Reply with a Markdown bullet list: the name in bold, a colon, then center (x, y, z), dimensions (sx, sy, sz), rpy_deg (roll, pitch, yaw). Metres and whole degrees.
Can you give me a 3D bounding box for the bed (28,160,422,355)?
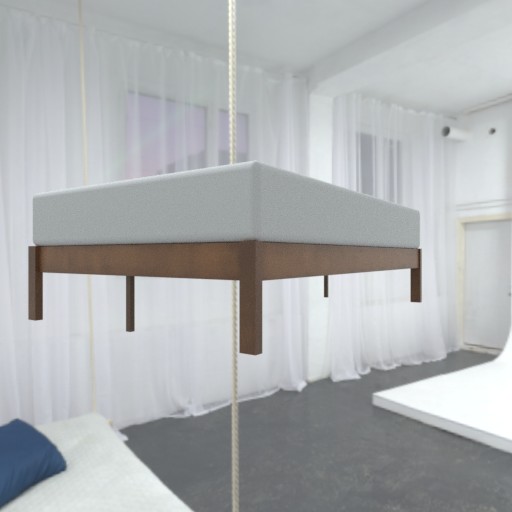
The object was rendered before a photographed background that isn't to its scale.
- **bed**: center (0.000, 0.000, 2.553), dimensions (1.348, 0.616, 1.927), rpy_deg (0, 0, 35)
